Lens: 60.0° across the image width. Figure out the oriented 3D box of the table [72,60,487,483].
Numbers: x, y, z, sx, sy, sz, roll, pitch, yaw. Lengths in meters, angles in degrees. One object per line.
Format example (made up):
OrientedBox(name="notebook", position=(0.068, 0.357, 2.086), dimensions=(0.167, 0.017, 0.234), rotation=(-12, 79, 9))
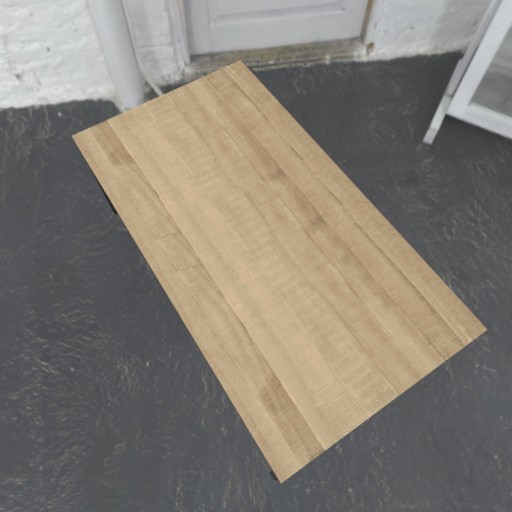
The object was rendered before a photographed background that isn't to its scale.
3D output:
OrientedBox(name="table", position=(0.000, 0.000, 1.320), dimensions=(0.574, 0.393, 1.062), rotation=(-30, 67, -14))
